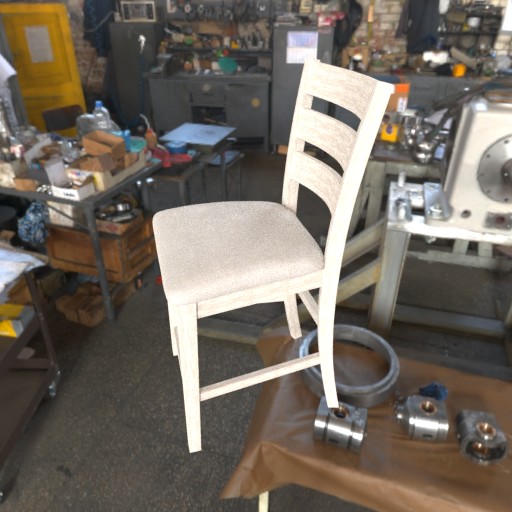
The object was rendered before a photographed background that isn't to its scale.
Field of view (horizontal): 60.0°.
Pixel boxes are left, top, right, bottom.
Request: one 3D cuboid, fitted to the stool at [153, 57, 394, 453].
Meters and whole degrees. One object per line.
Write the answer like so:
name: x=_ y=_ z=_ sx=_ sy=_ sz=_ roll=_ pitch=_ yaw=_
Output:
stool: x=0.000 y=0.000 z=1.326 sx=0.569 sy=1.032 sz=0.484 roll=-8 pitch=32 yaw=-13
